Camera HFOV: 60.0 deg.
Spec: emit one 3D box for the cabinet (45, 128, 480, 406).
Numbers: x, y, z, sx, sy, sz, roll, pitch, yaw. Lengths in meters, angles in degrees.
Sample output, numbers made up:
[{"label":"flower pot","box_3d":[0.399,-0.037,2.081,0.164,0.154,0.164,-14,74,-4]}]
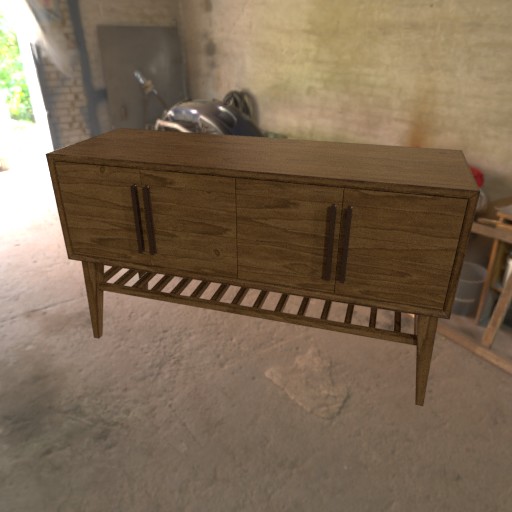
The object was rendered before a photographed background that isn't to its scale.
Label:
[{"label":"cabinet","box_3d":[0.000,0.000,1.710,1.363,0.802,0.477,8,28,15]}]
